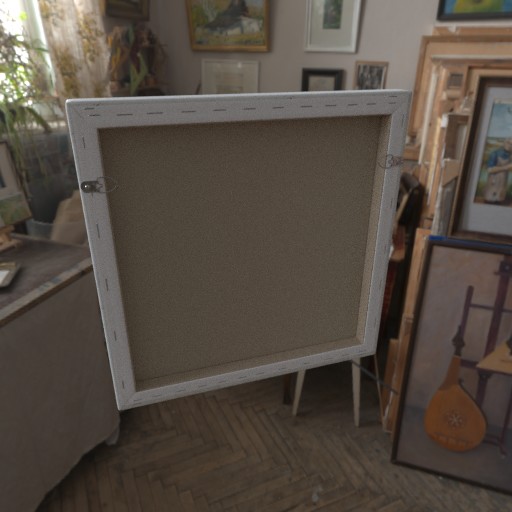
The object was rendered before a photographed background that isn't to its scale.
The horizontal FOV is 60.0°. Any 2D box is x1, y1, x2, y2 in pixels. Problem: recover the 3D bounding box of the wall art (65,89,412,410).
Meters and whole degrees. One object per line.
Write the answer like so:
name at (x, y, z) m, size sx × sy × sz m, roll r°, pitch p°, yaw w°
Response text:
wall art at (0.000, 0.000, 0.888) m, size 0.610 × 0.611 × 0.040 m, roll -8°, pitch 26°, yaw -16°
